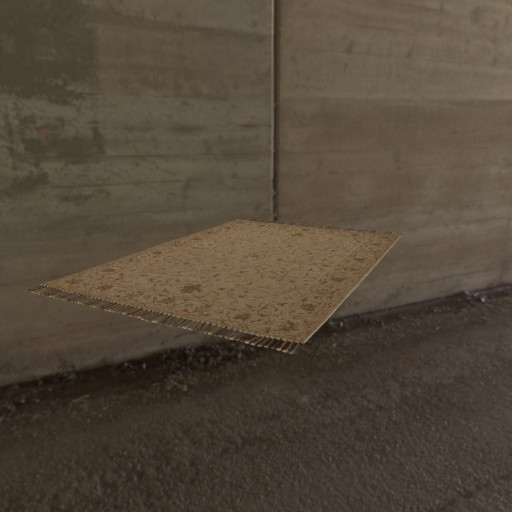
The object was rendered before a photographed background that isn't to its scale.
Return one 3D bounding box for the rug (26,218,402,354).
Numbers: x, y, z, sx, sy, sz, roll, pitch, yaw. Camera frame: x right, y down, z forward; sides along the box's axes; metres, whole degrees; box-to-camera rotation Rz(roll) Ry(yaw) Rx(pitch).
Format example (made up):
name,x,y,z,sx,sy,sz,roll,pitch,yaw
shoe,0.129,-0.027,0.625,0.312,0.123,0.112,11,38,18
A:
name,x,y,z,sx,sy,sz,roll,pitch,yaw
rug,0.000,0.000,2.369,1.218,0.017,1.861,8,17,26
